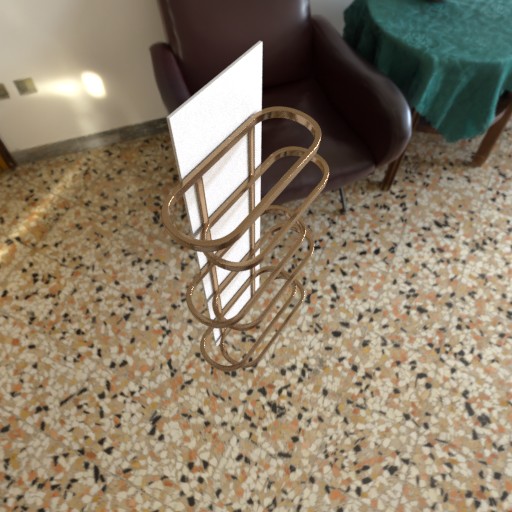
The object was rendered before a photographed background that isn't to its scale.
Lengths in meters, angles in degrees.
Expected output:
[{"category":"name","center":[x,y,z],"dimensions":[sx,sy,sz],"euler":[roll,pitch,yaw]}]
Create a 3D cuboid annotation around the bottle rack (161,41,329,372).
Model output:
[{"category":"bottle rack","center":[0.000,0.000,0.819],"dimensions":[0.118,0.709,0.332],"euler":[31,63,18]}]
